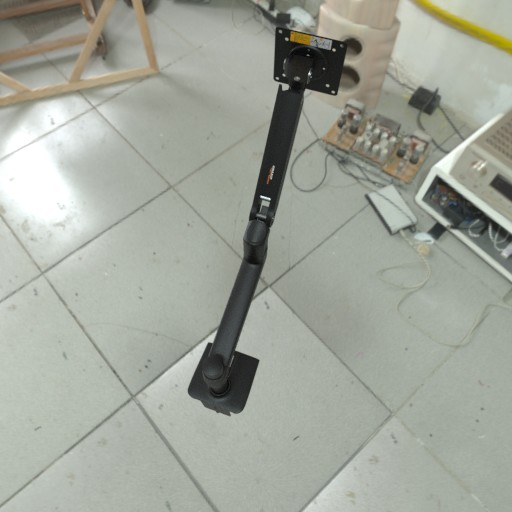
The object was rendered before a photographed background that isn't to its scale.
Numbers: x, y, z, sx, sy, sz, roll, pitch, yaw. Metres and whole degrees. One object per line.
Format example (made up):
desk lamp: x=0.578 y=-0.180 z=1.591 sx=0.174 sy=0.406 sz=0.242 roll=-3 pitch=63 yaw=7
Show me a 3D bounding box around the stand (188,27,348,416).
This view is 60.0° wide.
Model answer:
stand: x=0.000 y=0.000 z=1.047 sx=0.152 sy=0.713 sz=0.650 roll=17 pitch=64 yaw=9
